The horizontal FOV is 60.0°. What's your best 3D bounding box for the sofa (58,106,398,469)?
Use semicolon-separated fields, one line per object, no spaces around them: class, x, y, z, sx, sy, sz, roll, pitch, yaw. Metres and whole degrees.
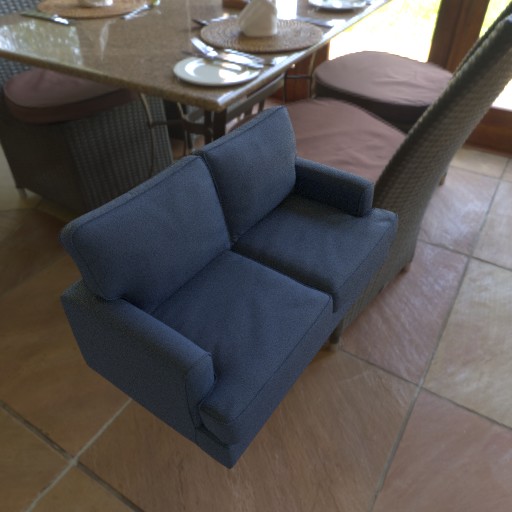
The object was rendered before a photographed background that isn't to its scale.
sofa;0.000;0.000;2.260;0.965;0.965;1.651;25;46;26
